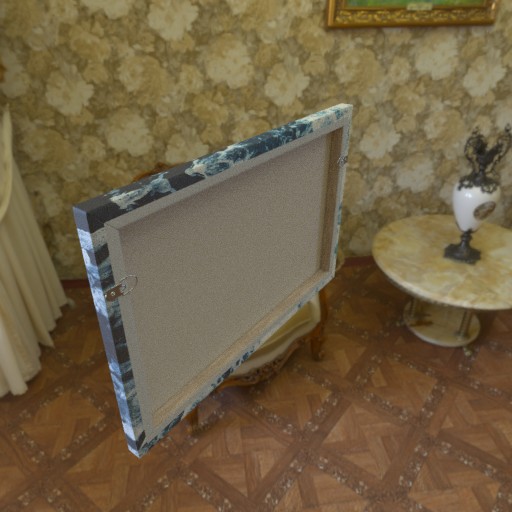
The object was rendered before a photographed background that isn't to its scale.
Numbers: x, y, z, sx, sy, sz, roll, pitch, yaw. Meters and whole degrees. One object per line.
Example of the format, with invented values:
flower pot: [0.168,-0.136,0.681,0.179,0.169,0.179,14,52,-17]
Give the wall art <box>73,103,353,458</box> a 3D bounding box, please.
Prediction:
wall art: [0.000,0.000,1.157,0.042,0.610,0.915,21,37,31]
